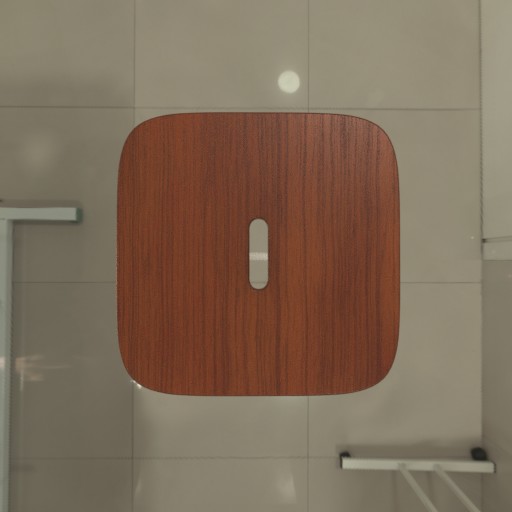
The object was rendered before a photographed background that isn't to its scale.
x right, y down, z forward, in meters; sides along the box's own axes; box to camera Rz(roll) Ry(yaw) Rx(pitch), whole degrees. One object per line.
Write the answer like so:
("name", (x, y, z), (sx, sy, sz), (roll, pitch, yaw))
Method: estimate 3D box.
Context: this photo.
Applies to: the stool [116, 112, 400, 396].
("stool", (0.000, 0.000, 0.862), (0.376, 0.610, 0.376), (0, 89, -1))
